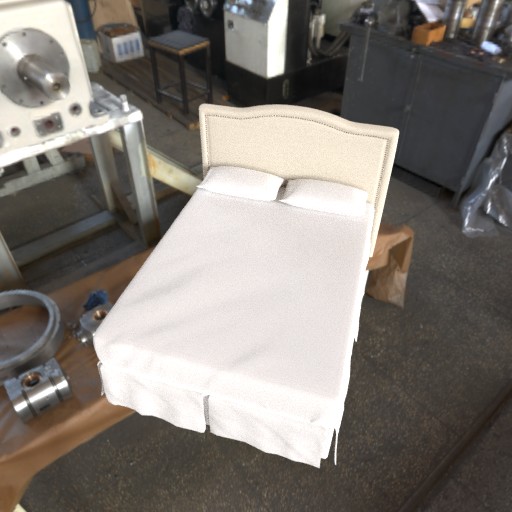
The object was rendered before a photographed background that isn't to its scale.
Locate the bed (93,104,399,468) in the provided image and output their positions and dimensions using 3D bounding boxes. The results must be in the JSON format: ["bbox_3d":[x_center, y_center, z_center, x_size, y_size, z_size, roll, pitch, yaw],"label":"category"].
[{"bbox_3d":[0.000,0.000,3.316,1.741,1.449,2.196,11,43,12],"label":"bed"}]
